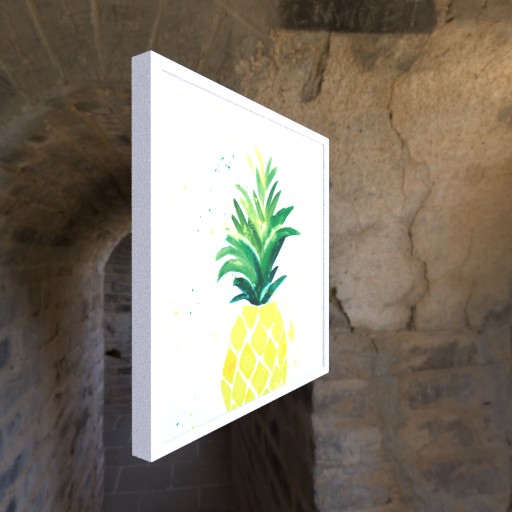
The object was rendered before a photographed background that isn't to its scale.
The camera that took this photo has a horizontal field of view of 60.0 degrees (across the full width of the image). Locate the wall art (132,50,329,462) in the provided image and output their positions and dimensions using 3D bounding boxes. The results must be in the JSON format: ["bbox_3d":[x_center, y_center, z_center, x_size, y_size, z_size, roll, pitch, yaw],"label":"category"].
[{"bbox_3d":[0.000,0.000,0.765,0.035,0.507,0.508,0,0,34],"label":"wall art"}]
